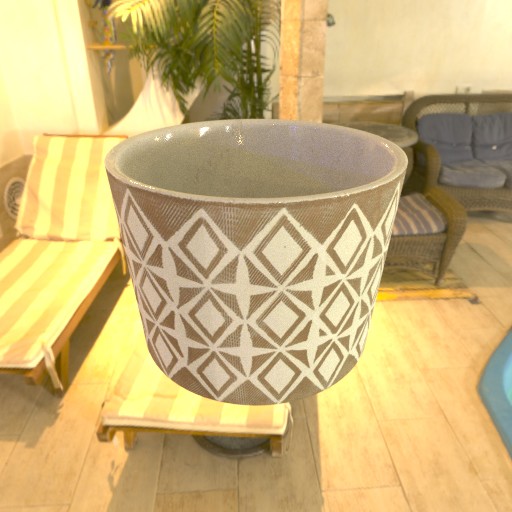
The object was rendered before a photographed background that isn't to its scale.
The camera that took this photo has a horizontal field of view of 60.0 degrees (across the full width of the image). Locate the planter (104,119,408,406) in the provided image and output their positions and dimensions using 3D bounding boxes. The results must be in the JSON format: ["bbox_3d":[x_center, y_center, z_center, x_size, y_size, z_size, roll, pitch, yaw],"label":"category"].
[{"bbox_3d":[0.000,0.000,0.448,0.260,0.220,0.260,0,28,0],"label":"planter"}]
